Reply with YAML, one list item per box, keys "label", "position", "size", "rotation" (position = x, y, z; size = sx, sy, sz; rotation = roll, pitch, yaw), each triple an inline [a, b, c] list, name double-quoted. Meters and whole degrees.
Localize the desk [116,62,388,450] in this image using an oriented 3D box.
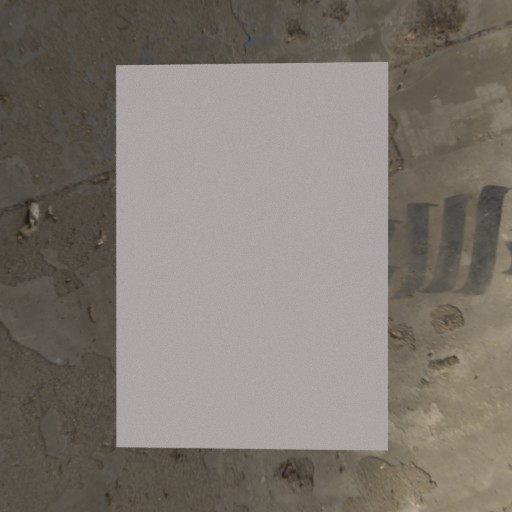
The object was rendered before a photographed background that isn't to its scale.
- label: "desk"
  position: [0.000, 0.000, 1.317]
  size: [0.573, 0.766, 0.811]
  rotation: [0, 90, 2]
